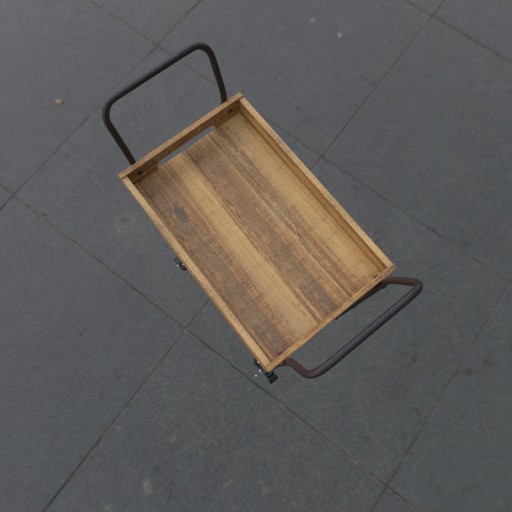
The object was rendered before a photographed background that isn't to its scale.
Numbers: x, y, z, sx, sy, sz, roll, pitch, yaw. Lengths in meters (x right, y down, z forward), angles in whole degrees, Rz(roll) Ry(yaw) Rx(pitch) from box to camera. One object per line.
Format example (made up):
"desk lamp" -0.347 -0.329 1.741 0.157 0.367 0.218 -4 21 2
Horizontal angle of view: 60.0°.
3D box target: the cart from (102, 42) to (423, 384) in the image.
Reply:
"cart" 0.000 0.000 1.129 0.339 0.857 0.583 -37 78 -9
